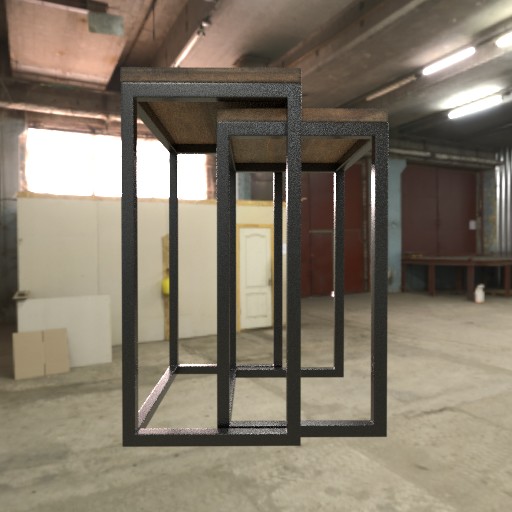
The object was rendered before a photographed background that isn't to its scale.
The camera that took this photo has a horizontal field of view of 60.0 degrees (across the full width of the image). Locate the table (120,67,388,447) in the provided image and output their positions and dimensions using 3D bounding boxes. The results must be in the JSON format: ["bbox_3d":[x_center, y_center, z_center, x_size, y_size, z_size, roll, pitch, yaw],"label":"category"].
[{"bbox_3d":[0.000,0.000,0.938,0.460,0.615,0.456,0,1,2],"label":"table"}]
